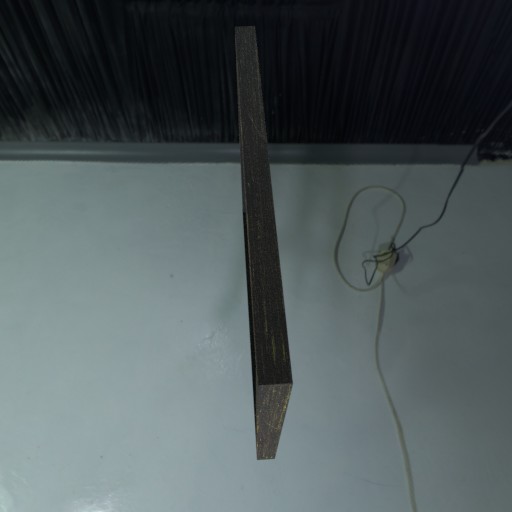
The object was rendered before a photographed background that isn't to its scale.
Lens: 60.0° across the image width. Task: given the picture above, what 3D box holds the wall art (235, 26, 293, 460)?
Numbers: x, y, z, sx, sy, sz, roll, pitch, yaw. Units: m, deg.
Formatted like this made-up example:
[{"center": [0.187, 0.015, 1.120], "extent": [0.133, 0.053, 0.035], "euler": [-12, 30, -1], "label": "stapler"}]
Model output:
[{"center": [0.000, 0.000, 0.735], "extent": [0.032, 0.457, 0.558], "euler": [-3, 58, -2], "label": "wall art"}]
